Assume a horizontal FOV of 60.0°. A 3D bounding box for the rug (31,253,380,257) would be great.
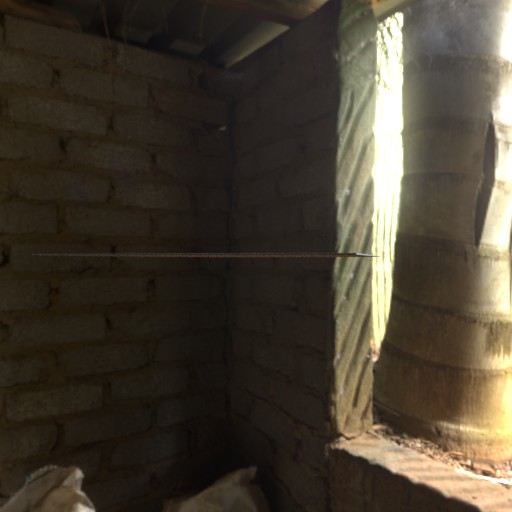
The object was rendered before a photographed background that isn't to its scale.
[{"bbox_3d":[0.000,0.000,2.972,1.522,0.006,2.286,0,0,18],"label":"rug"}]
